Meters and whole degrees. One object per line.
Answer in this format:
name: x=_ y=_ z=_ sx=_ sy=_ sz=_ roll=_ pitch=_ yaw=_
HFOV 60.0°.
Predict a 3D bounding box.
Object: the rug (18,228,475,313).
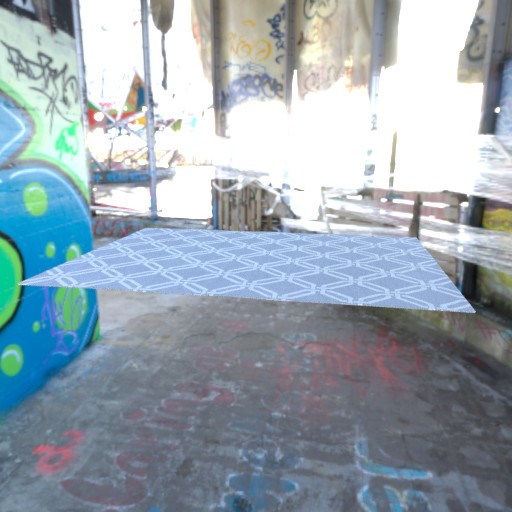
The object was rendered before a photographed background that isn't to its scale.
rug: x=0.000 y=0.000 z=2.736 sx=2.133 sy=0.013 sz=1.522 roll=3 pitch=14 yaw=10
